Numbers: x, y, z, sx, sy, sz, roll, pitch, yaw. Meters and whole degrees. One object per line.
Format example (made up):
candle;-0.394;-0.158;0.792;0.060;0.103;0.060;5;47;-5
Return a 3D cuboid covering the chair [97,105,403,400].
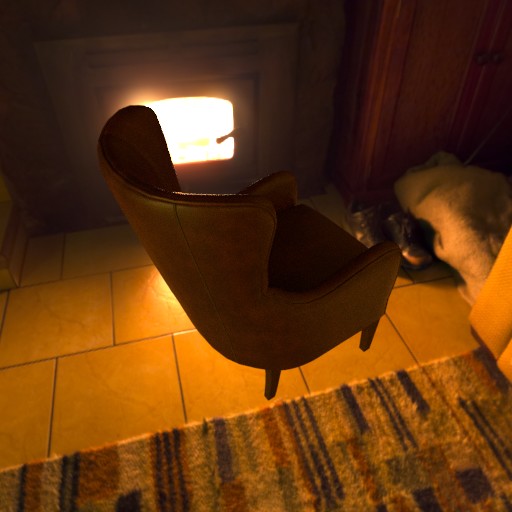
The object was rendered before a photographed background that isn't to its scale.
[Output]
chair;0.000;0.000;1.643;0.914;1.048;0.692;-25;47;-26
